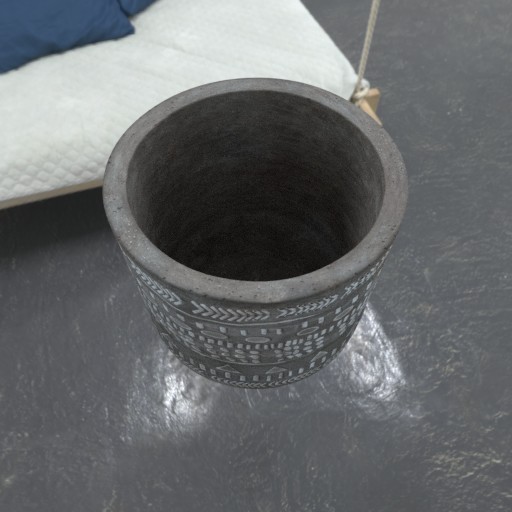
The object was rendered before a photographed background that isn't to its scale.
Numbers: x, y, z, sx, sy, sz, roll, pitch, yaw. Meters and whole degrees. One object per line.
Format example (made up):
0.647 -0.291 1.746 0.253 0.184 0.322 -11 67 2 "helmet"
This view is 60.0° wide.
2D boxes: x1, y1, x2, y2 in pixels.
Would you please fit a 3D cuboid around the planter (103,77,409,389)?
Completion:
0.000 0.000 0.269 0.142 0.149 0.142 0 57 0 "planter"
